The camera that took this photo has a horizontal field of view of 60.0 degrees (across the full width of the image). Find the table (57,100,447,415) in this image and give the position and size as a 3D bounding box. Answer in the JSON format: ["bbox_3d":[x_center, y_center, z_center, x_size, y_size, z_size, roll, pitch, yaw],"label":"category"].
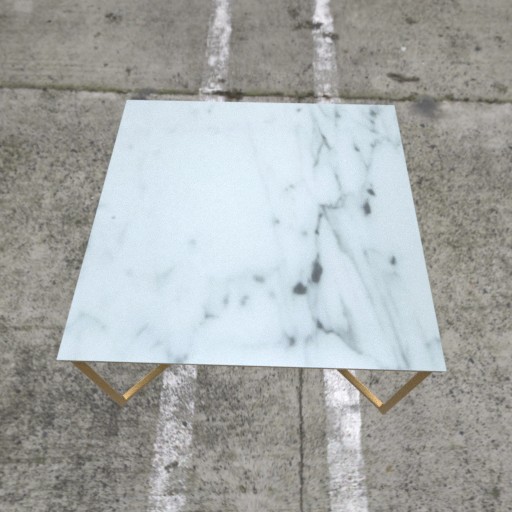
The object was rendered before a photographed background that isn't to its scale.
[{"bbox_3d":[0.000,0.000,1.307,0.800,0.450,0.800,1,59,1],"label":"table"}]
